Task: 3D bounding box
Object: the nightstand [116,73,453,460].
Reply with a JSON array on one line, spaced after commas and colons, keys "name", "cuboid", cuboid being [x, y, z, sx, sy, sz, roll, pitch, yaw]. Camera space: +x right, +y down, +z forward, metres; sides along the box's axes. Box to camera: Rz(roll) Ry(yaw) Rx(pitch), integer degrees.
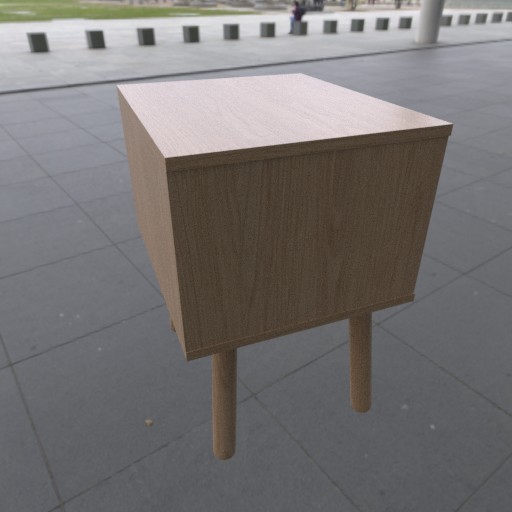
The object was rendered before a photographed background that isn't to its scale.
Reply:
[{"name": "nightstand", "cuboid": [0.000, 0.000, 0.848, 0.380, 0.571, 0.450, -11, 33, -18]}]
